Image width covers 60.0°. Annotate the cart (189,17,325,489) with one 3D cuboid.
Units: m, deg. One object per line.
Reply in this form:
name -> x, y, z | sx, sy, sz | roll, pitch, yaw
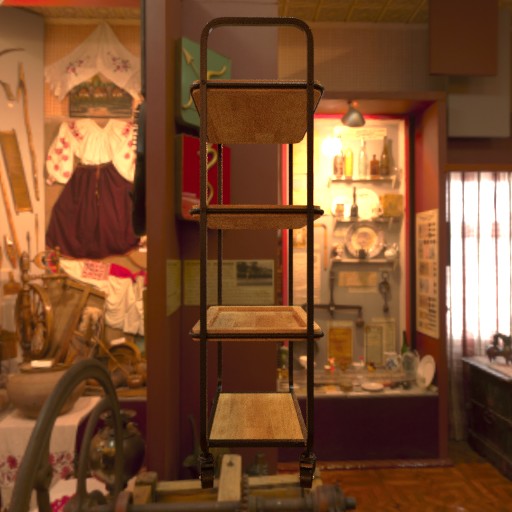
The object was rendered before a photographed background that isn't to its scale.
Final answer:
cart -> 0.000, 0.000, 1.271 | 0.321, 1.080, 0.545 | 0, 0, -1
